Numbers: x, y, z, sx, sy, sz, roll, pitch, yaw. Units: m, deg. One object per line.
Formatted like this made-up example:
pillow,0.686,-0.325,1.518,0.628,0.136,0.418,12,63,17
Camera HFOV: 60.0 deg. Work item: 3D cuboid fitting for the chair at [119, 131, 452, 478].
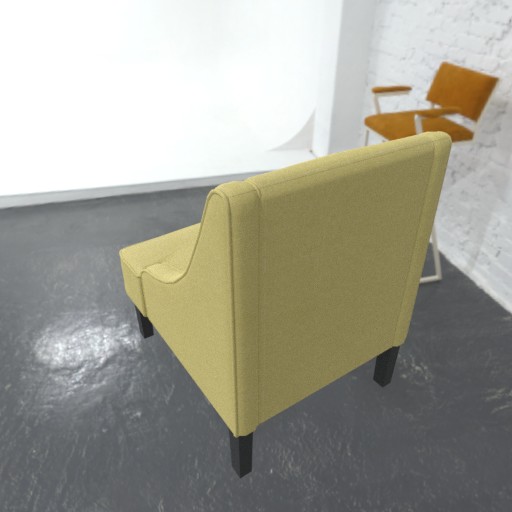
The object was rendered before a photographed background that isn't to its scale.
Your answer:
chair,0.000,0.000,1.471,0.696,0.896,0.814,-20,37,-29
